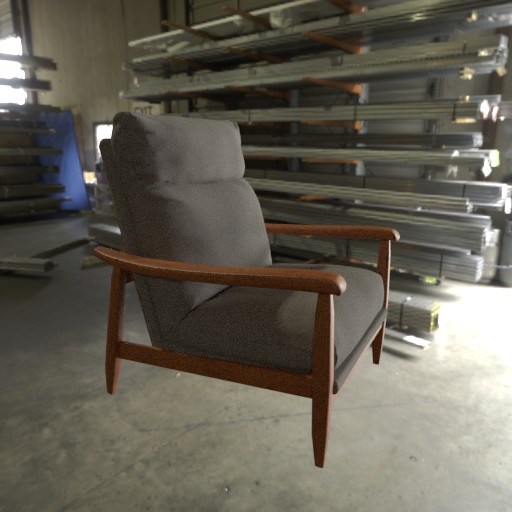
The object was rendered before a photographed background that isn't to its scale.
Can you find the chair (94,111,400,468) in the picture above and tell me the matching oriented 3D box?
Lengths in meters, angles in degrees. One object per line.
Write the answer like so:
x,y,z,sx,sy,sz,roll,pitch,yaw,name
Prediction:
0.000,0.000,1.510,0.816,0.922,0.782,7,16,27,chair
